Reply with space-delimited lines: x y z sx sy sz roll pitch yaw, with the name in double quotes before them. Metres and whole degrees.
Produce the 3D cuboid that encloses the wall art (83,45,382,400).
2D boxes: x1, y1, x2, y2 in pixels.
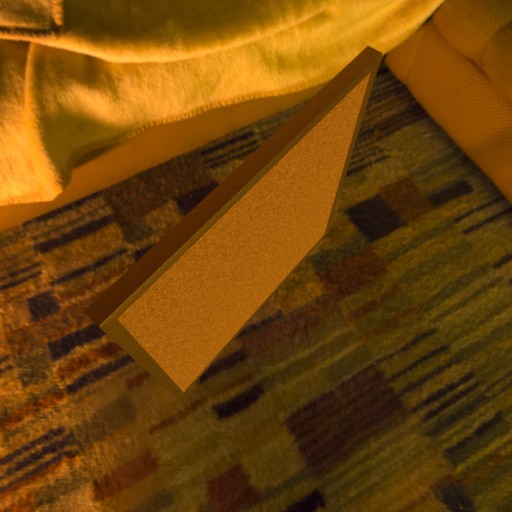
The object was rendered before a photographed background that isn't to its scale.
"wall art" 0.000 0.000 1.138 0.036 0.765 0.767 37 70 16
